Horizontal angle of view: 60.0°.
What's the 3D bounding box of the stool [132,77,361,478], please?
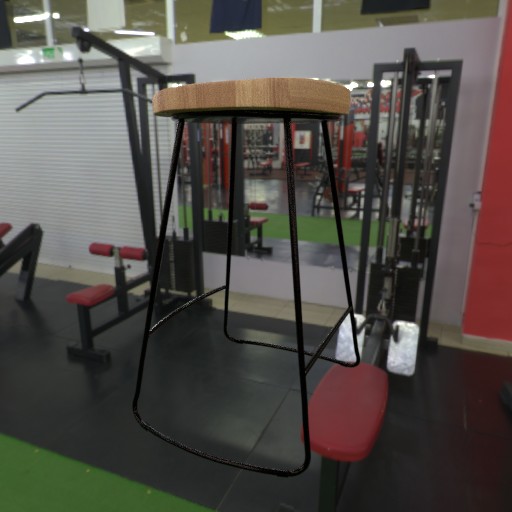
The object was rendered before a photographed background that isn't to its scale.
[{"bbox_3d":[0.000,0.000,0.958,0.401,0.679,0.480,7,17,24],"label":"stool"}]
